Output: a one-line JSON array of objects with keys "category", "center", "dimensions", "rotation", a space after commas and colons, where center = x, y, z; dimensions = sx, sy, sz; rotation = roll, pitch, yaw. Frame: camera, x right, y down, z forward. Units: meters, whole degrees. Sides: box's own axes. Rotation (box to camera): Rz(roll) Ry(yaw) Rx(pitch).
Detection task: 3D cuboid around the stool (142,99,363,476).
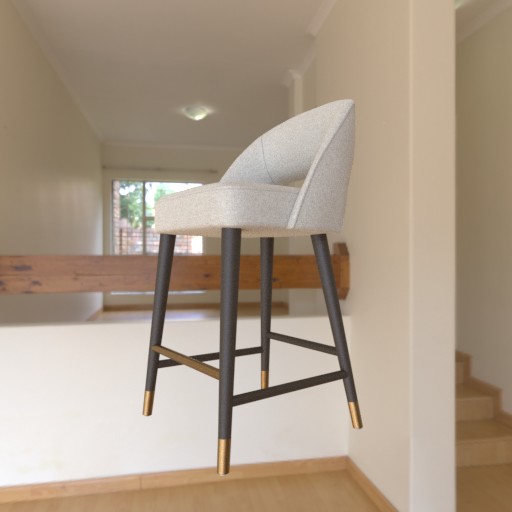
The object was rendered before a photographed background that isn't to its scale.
[{"category": "stool", "center": [0.000, 0.000, 1.271], "dimensions": [0.509, 0.940, 0.494], "rotation": [0, 0, -36]}]
